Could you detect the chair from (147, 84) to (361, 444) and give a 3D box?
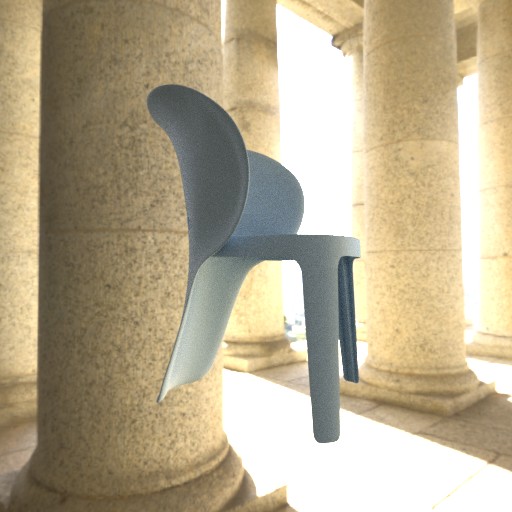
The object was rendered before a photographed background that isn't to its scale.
[{"bbox_3d":[0.000,0.000,0.871,0.402,0.554,0.451,-1,-2,18],"label":"chair"}]
